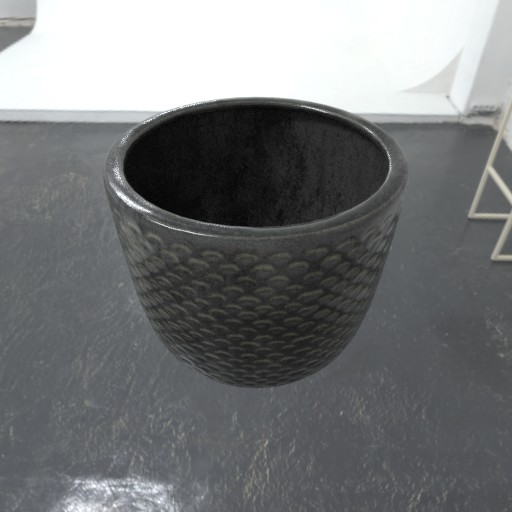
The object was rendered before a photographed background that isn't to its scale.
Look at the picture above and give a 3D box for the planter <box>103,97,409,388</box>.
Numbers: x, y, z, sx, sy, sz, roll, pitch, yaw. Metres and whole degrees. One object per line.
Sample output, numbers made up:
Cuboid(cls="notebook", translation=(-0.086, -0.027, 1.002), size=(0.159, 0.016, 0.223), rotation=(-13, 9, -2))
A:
Cuboid(cls="planter", translation=(0.000, 0.000, 0.247), size=(0.140, 0.129, 0.140), rotation=(0, 40, 0))
